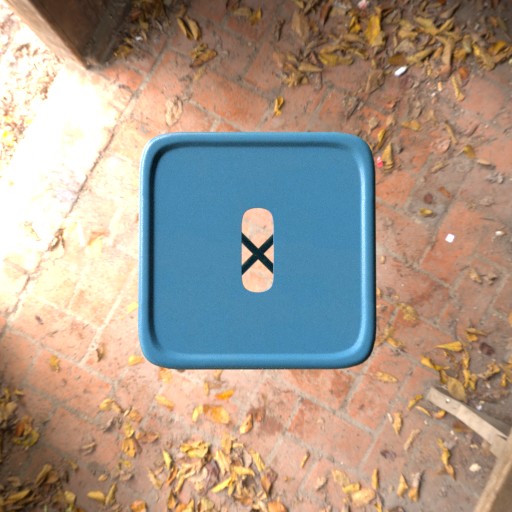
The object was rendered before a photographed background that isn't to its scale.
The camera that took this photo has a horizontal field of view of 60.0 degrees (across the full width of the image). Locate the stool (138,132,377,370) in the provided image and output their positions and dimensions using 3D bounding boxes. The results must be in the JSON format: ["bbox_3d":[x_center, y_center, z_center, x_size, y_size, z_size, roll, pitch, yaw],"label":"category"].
[{"bbox_3d":[0.000,0.000,0.870,0.410,0.608,0.410,0,89,0],"label":"stool"}]
